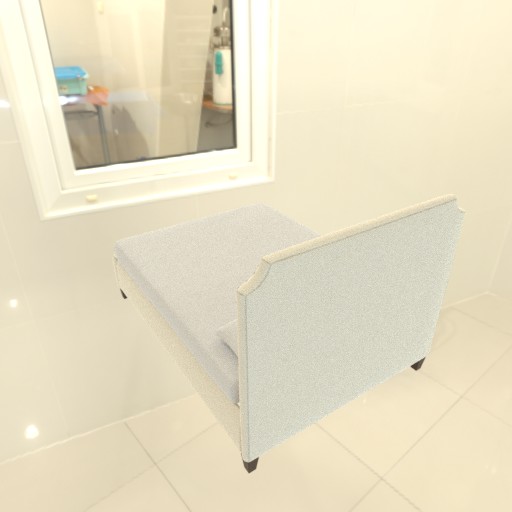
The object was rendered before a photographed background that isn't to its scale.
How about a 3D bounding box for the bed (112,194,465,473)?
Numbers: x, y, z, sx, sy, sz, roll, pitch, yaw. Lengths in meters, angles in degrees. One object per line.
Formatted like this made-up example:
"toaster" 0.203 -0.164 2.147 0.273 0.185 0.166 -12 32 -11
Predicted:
"bed" 0.000 0.000 3.564 1.712 1.497 2.372 -18 34 -29
